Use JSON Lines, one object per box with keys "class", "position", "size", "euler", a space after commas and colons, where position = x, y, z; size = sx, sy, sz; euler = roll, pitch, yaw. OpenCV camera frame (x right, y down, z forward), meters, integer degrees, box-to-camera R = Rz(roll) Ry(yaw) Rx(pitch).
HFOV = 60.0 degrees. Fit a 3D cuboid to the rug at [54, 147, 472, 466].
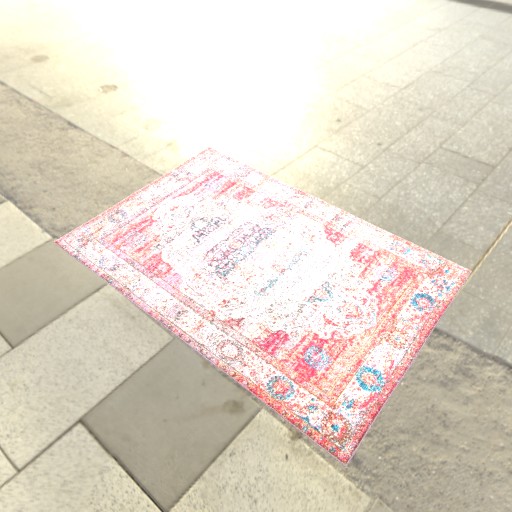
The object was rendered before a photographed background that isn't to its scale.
{"class": "rug", "position": [0.000, 0.000, 2.316], "size": [1.829, 0.006, 1.219], "euler": [30, 53, 26]}
